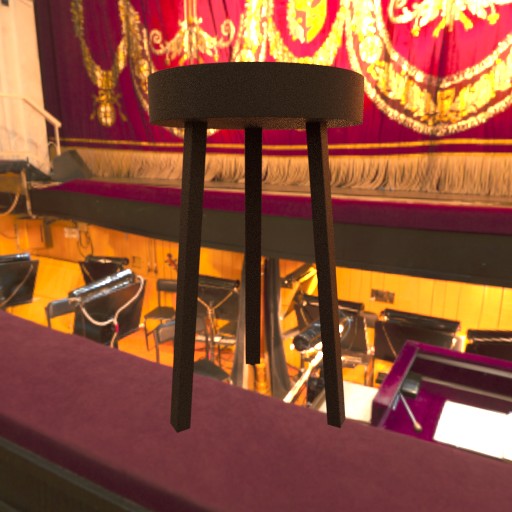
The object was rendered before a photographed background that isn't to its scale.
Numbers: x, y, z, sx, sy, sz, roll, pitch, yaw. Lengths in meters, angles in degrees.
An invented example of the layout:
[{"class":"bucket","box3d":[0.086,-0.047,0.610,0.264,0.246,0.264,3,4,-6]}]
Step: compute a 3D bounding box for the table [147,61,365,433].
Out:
[{"class":"table","box3d":[0.000,0.000,0.930,0.406,0.686,0.406,7,15,27]}]
